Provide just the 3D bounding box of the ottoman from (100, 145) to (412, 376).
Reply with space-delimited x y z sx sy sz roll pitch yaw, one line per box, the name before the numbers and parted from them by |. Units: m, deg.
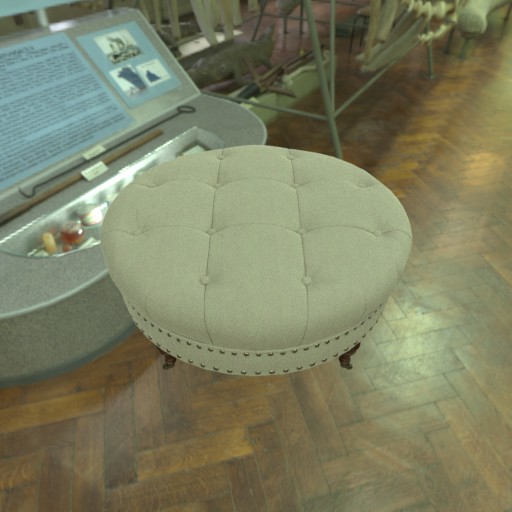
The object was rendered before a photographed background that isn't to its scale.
ottoman | 0.000 0.000 1.419 0.901 0.439 0.901 0 40 0
